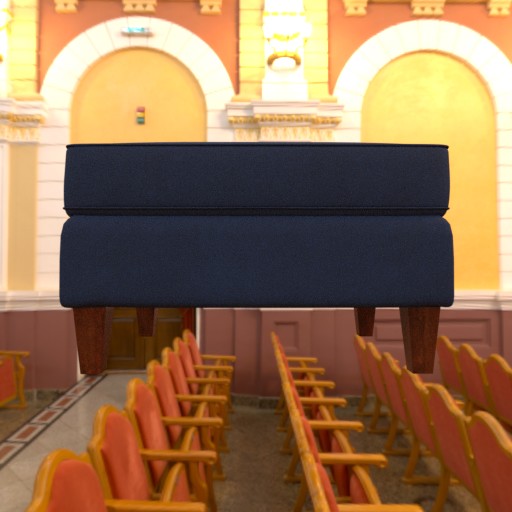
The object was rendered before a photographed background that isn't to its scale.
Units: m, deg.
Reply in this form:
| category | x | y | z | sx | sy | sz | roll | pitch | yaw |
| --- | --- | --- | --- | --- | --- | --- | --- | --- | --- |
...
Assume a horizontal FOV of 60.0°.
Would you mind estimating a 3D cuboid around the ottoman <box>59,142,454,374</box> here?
| category | x | y | z | sx | sy | sz | roll | pitch | yaw |
| --- | --- | --- | --- | --- | --- | --- | --- | --- | --- |
| ottoman | 0.000 | 0.000 | 1.380 | 0.965 | 0.584 | 0.686 | 0 | -1 | 0 |
